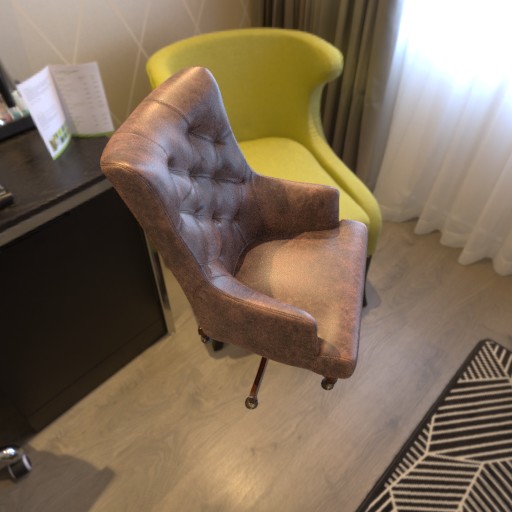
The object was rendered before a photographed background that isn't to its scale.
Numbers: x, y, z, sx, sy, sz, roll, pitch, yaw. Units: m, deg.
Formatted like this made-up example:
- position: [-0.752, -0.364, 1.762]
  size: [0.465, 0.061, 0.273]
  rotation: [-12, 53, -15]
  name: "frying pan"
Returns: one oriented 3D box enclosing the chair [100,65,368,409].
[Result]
- position: [0.000, 0.000, 1.525]
  size: [0.762, 1.035, 0.641]
  rotation: [10, 47, 9]
  name: "chair"
